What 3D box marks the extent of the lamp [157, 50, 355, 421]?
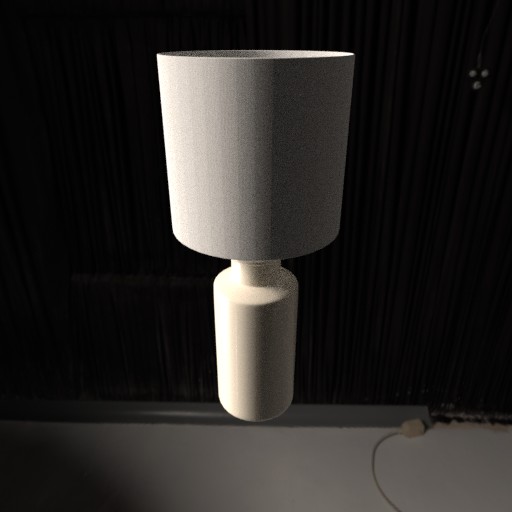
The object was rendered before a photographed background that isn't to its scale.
[{"bbox_3d":[0.000,0.000,0.593,0.212,0.493,0.212,0,26,0],"label":"lamp"}]
